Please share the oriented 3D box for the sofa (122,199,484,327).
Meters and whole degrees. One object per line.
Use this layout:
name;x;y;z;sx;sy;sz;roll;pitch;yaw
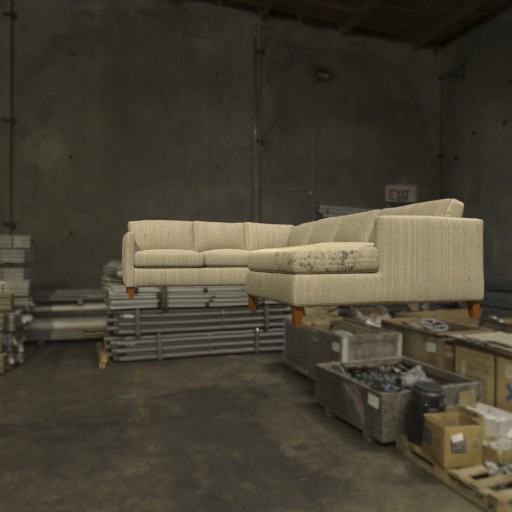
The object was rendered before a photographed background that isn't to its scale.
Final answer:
sofa;0.000;0.000;4.593;2.594;0.961;3.460;0;-1;-18
